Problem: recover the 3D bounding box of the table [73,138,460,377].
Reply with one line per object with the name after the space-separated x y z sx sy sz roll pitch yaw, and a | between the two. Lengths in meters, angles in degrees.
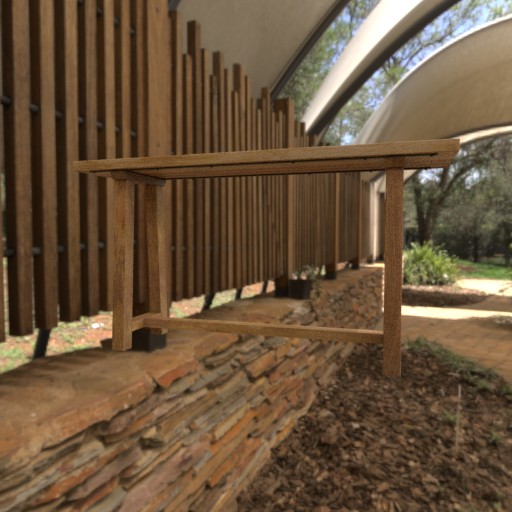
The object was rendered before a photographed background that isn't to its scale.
0.000 0.000 1.888 1.524 0.810 0.405 1 3 18 | table
